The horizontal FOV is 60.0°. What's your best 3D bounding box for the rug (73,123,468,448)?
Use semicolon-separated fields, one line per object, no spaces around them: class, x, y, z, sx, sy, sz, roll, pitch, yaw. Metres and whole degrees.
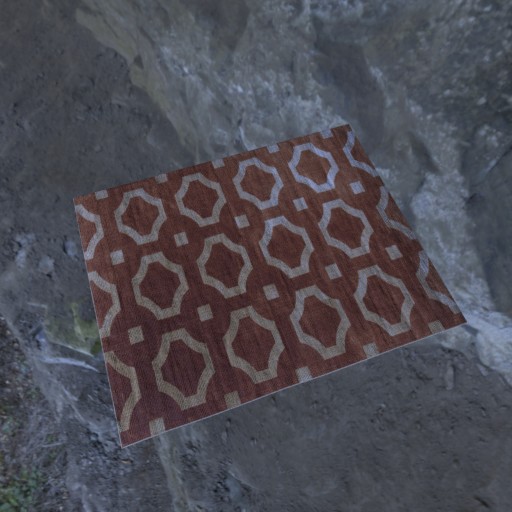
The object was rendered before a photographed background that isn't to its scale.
rug;0.000;0.000;4.167;3.049;0.021;2.466;-17;64;-9
